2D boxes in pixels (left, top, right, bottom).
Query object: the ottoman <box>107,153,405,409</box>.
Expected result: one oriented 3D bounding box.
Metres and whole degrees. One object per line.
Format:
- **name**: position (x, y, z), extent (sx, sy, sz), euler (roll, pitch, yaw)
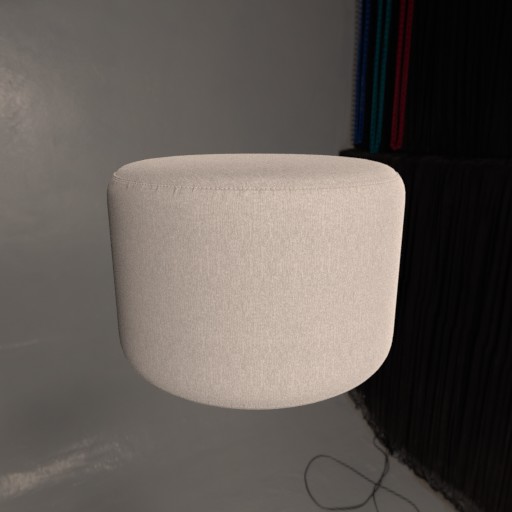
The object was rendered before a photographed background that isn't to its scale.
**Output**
- **ottoman**: position (0.000, 0.000, 0.986), extent (0.608, 0.433, 0.608), euler (0, 15, 0)
